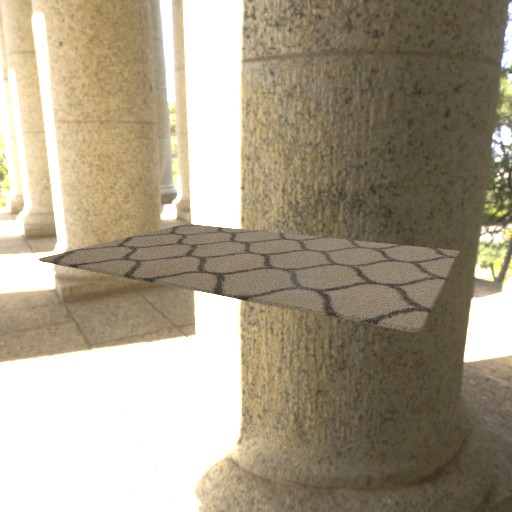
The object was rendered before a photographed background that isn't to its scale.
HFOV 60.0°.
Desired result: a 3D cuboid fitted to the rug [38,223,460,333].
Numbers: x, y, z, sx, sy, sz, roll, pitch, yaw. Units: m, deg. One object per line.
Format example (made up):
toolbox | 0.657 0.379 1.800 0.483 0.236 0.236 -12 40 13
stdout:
rug | 0.000 0.000 3.386 2.701 0.026 1.801 8 16 28
